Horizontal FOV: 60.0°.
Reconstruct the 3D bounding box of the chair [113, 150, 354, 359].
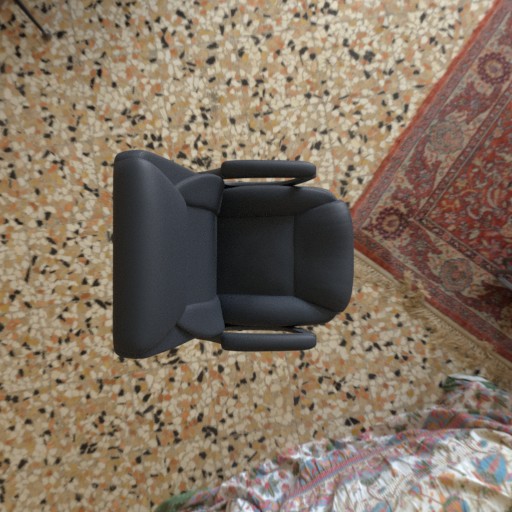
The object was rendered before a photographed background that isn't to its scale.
[{"bbox_3d":[0.000,0.000,1.467,0.655,1.072,0.615,0,90,-1],"label":"chair"}]
